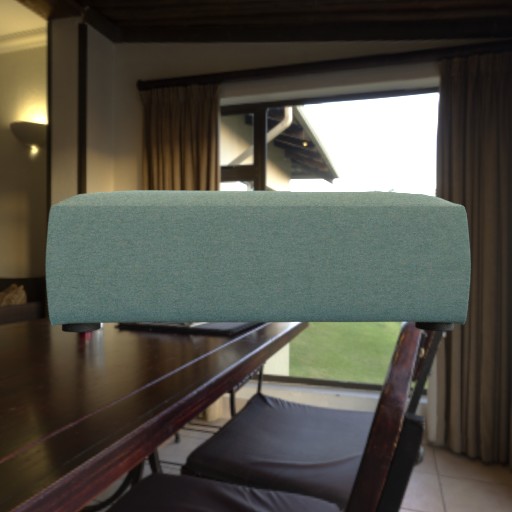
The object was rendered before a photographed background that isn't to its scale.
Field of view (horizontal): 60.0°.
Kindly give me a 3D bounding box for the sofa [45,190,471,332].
[{"bbox_3d":[0.000,0.000,1.433,0.930,0.330,0.930,0,1,-1],"label":"sofa"}]
